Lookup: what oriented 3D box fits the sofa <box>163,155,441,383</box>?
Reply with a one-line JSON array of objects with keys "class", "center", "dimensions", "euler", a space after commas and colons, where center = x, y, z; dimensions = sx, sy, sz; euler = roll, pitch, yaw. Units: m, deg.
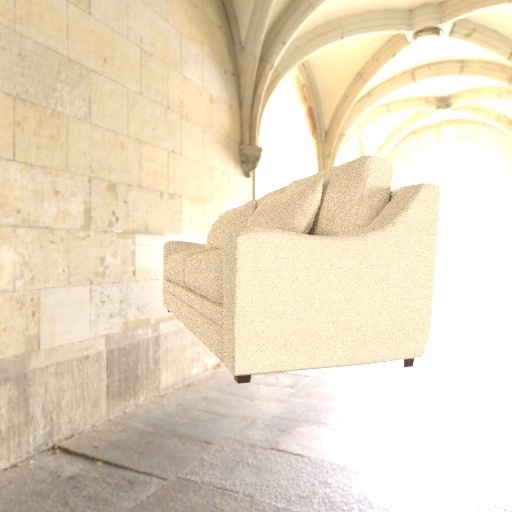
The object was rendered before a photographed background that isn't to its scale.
[{"class": "sofa", "center": [0.000, 0.000, 3.040], "dimensions": [1.009, 1.022, 2.470], "euler": [0, 1, -18]}]
